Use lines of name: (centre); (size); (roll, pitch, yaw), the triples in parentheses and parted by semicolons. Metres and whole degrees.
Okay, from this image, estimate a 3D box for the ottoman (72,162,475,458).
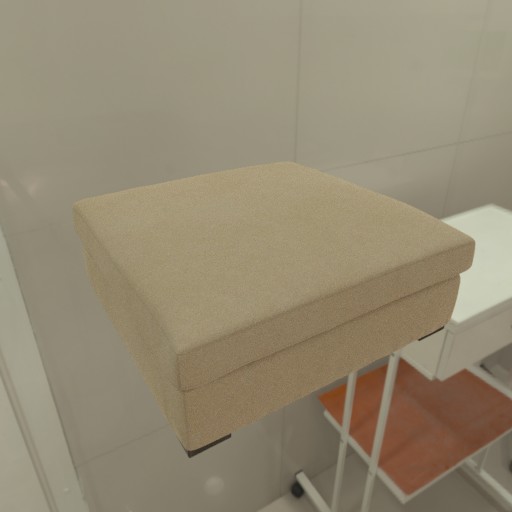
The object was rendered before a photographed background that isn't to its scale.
ottoman: (0.000, 0.000, 1.848); (1.205, 0.522, 1.190); (-17, 32, -28)
